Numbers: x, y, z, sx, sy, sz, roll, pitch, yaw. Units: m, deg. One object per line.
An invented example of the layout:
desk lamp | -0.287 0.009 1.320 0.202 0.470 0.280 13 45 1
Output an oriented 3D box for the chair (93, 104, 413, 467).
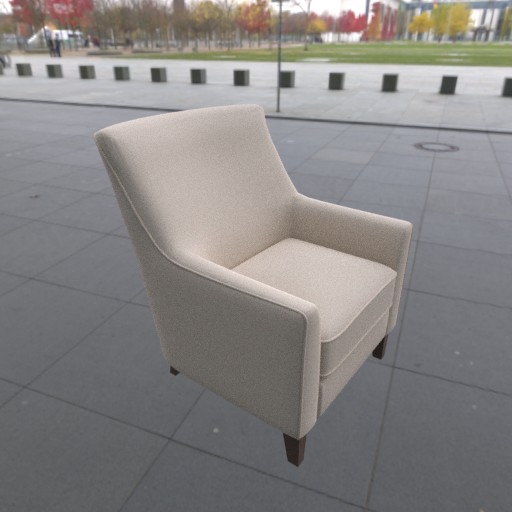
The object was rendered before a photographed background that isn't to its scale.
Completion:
chair | 0.000 0.000 1.576 0.879 0.916 0.756 19 32 33
